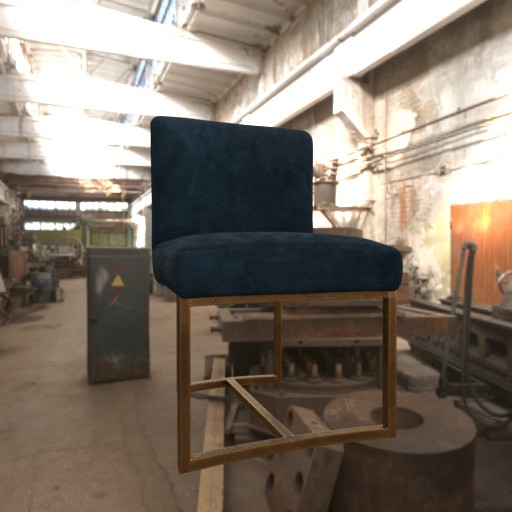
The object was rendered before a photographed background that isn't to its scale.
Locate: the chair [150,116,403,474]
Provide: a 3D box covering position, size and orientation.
[{"bbox_3d":[0.000,0.000,1.165,0.530,0.824,0.560,0,1,-20],"label":"chair"}]
